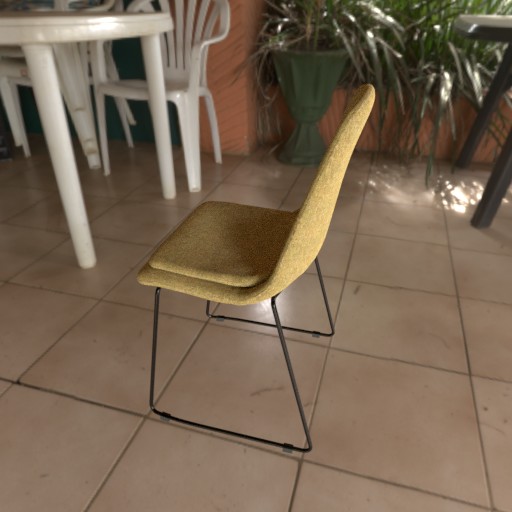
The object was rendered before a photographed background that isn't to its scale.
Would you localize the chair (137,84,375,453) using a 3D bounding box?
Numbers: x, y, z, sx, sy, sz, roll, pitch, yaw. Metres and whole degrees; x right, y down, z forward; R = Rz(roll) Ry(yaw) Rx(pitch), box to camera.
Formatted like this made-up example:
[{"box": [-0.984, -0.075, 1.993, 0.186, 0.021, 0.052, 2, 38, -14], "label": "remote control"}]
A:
[{"box": [0.000, 0.000, 1.155, 0.496, 0.849, 0.479, 8, 31, 13], "label": "chair"}]
